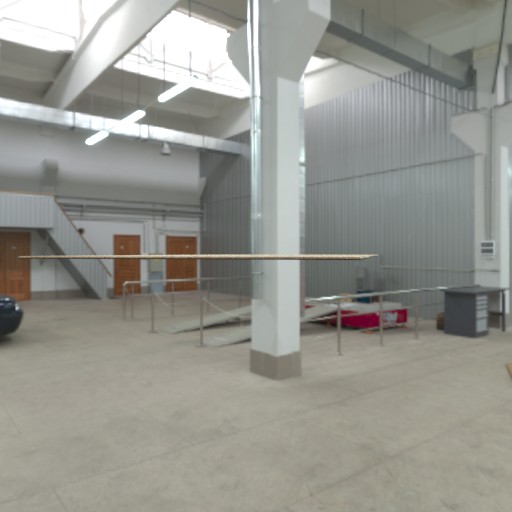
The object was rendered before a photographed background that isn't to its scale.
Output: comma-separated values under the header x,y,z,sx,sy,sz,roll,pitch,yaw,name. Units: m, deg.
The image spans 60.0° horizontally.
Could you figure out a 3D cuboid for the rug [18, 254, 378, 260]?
x,y,z,sx,sy,sz,roll,pitch,yaw,name
0.000,0.000,2.951,1.526,0.011,2.435,0,0,17,rug
